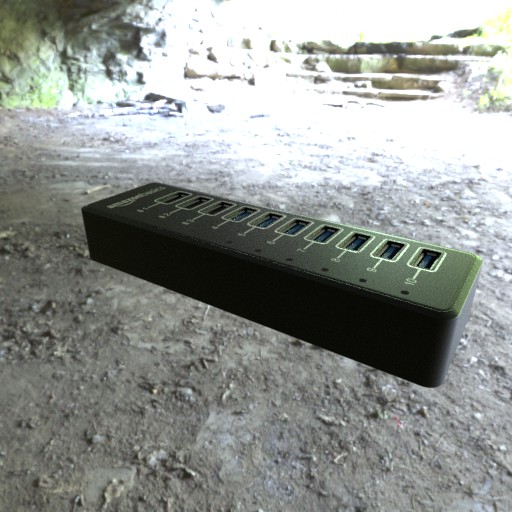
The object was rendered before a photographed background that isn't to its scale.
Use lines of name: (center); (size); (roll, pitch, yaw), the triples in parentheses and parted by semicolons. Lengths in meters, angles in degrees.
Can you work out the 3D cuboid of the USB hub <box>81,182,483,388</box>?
USB hub: (0.000, 0.000, 0.164); (0.145, 0.023, 0.044); (16, 31, 30)
